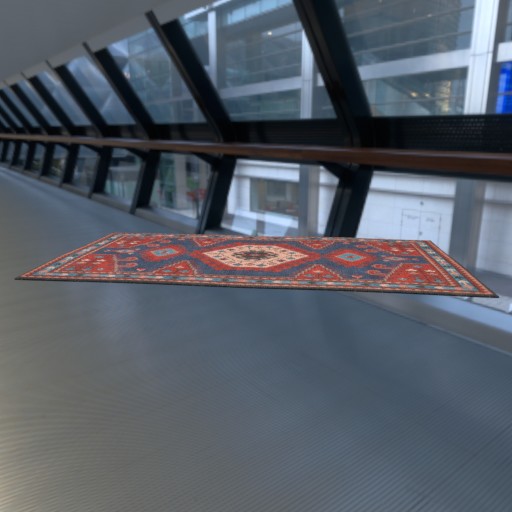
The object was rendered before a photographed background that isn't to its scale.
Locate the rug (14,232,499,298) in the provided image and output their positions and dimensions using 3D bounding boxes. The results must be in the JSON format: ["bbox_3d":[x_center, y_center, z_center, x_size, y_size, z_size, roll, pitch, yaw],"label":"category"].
[{"bbox_3d":[0.000,0.000,3.478,3.032,0.034,1.522,2,15,7],"label":"rug"}]
